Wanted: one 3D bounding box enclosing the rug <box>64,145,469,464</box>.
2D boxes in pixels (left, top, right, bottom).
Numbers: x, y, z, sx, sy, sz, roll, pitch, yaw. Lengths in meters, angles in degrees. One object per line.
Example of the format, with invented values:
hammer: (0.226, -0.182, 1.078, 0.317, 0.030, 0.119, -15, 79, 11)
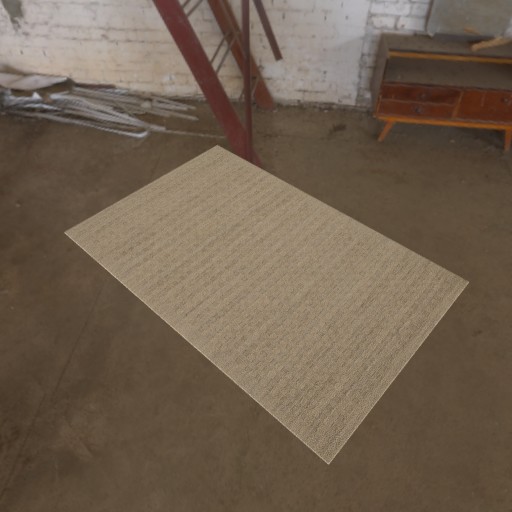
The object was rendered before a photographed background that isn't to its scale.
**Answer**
rug: (0.000, 0.000, 2.267, 1.752, 0.006, 1.142, 34, 55, 28)
